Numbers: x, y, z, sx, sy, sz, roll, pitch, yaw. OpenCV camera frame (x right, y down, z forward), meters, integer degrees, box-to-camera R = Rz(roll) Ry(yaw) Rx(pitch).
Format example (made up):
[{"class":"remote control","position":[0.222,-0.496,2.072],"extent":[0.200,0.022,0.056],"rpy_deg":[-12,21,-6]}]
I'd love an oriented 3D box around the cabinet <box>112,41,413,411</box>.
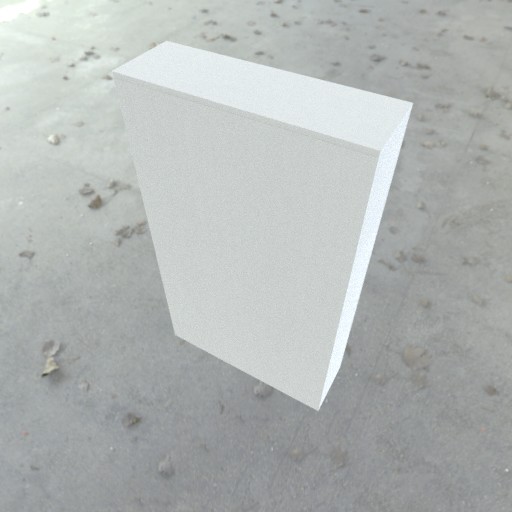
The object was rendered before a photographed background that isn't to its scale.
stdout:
[{"class":"cabinet","position":[0.000,0.000,1.601],"extent":[0.750,1.280,0.250],"rpy_deg":[23,51,20]}]
